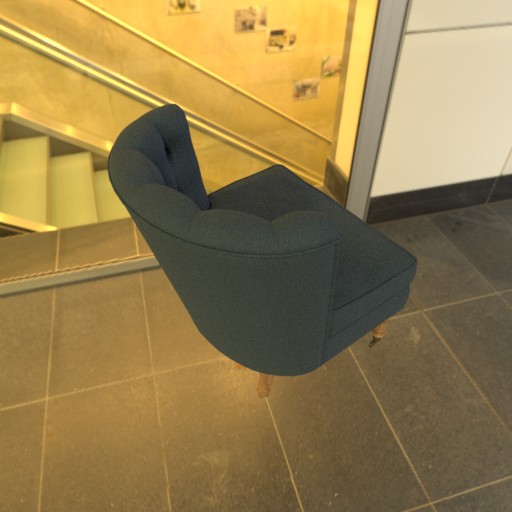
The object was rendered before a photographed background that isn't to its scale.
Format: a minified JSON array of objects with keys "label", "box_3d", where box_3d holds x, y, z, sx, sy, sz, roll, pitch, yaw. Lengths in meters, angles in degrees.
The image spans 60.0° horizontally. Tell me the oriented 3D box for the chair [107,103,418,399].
[{"label":"chair","box_3d":[0.000,0.000,1.358,0.718,0.771,0.740,-26,48,-25]}]
